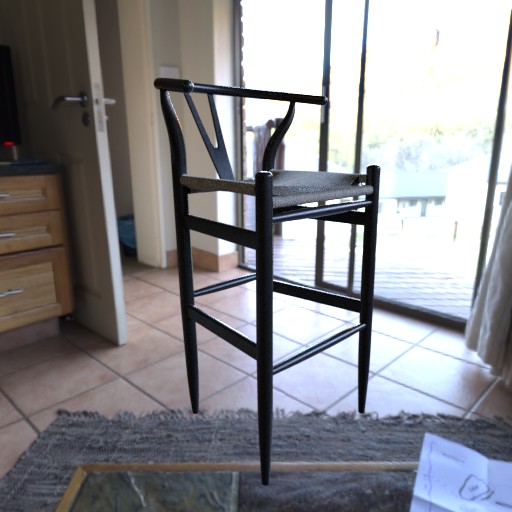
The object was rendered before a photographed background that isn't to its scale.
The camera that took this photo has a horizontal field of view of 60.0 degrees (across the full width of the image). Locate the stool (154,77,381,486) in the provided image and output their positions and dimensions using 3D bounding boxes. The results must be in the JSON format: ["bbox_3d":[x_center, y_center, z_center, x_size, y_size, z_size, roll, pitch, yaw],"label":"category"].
[{"bbox_3d":[0.000,0.000,1.400,0.569,1.072,0.579,-14,20,-43],"label":"stool"}]
